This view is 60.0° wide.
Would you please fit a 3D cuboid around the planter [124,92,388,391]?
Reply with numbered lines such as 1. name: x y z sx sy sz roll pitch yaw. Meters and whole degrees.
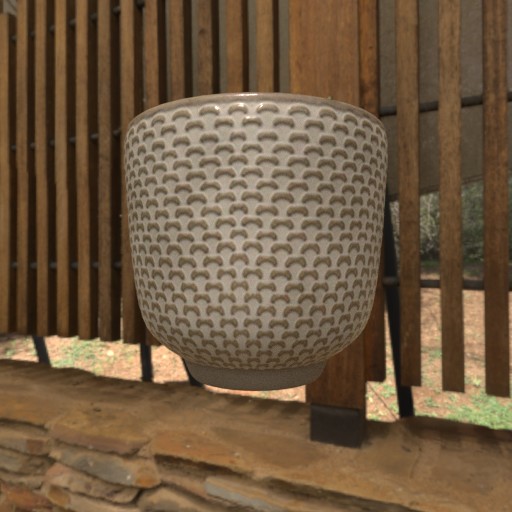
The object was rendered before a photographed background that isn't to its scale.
1. planter: 0.000 0.000 0.302 0.173 0.160 0.173 0 -1 0
